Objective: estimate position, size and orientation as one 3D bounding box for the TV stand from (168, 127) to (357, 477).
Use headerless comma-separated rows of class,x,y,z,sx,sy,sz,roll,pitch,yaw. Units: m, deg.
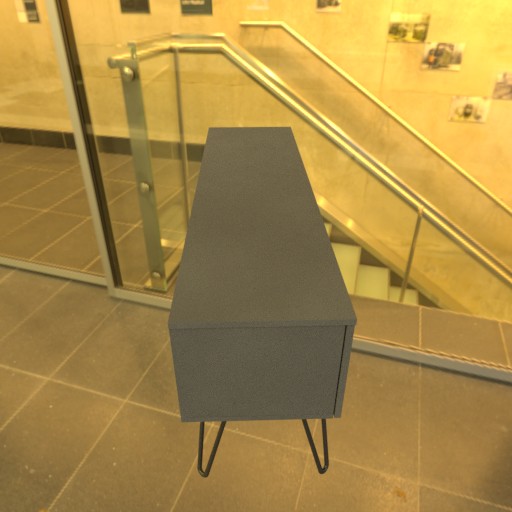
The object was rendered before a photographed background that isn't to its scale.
TV stand,0.000,0.000,1.642,0.400,0.560,1.400,-1,32,-1
